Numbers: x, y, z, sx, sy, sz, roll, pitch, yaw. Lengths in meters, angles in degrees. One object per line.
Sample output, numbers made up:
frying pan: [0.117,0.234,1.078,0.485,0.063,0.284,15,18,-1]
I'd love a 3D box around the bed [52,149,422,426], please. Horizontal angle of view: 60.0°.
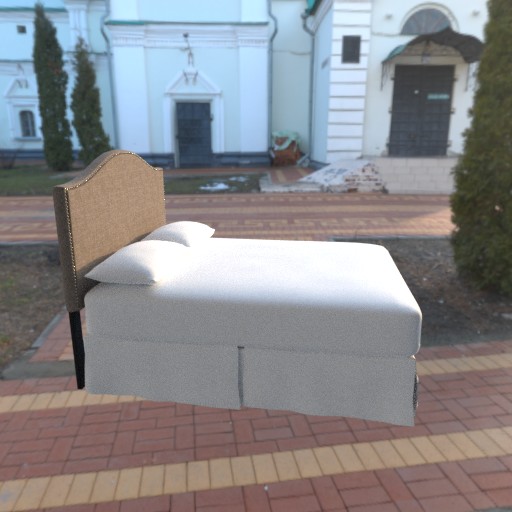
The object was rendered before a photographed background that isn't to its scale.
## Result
bed: [0.000,0.000,3.272,2.153,1.518,1.713,2,15,8]
